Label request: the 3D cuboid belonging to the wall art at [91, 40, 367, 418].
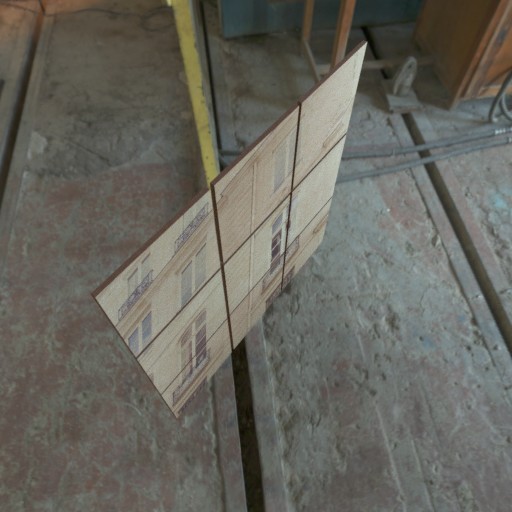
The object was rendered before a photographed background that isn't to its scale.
[{"bbox_3d":[0.000,0.000,1.770,0.024,1.218,1.221,33,63,19],"label":"wall art"}]
